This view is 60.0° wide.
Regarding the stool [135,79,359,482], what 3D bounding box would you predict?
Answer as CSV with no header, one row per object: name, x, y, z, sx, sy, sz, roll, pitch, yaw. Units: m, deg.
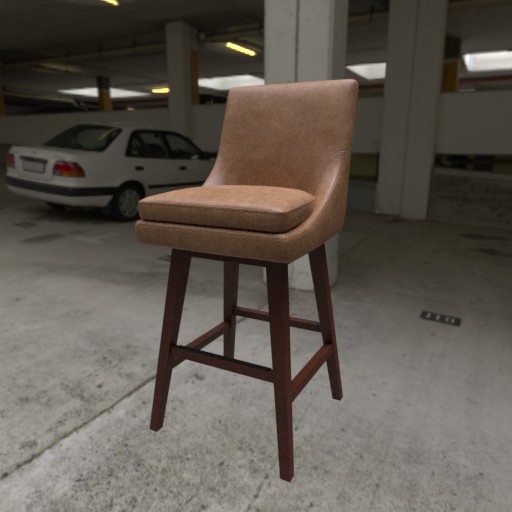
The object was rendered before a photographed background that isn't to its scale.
stool,0.000,0.000,1.393,0.487,1.079,0.572,7,16,27
